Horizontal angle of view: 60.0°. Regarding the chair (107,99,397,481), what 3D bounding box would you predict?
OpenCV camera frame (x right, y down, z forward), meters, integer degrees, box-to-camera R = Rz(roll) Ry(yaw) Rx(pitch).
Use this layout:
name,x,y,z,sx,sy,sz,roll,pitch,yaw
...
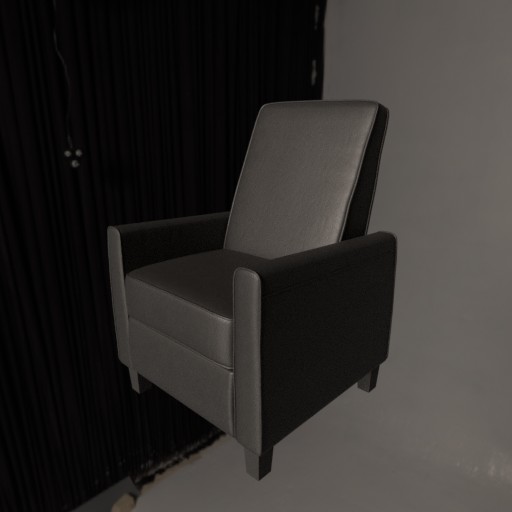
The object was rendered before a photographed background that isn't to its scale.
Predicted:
name,x,y,z,sx,sy,sz,roll,pitch,yaw
chair,0.000,0.000,1.500,0.705,1.013,0.746,16,23,41
